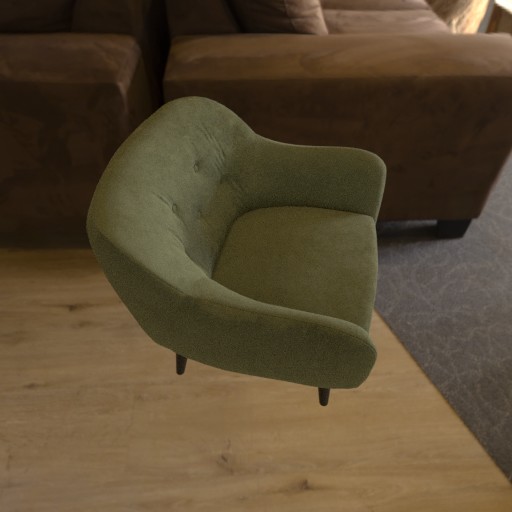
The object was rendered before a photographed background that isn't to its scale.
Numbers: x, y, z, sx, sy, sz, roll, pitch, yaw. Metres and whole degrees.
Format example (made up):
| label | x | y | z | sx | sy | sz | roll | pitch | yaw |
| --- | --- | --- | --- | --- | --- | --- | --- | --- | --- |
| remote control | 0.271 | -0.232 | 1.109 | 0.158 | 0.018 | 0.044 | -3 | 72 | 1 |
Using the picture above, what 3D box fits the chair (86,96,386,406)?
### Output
| label | x | y | z | sx | sy | sz | roll | pitch | yaw |
| --- | --- | --- | --- | --- | --- | --- | --- | --- | --- |
| chair | 0.000 | 0.000 | 1.520 | 0.819 | 0.804 | 0.840 | 10 | 48 | 9 |
